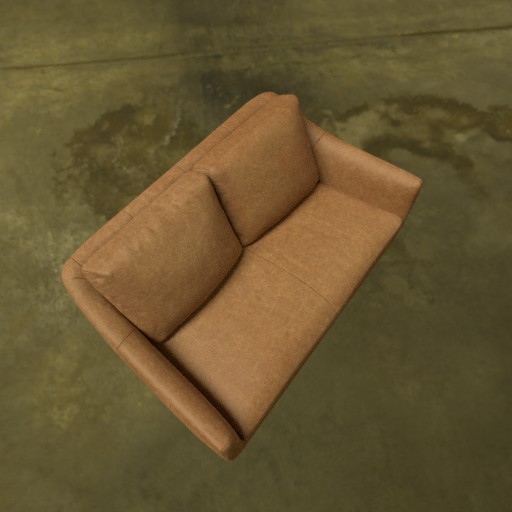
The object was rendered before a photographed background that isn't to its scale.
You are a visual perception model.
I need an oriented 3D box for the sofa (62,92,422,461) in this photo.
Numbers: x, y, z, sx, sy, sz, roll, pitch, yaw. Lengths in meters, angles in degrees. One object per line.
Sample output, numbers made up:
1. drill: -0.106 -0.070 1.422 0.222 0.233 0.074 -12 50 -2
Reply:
1. sofa: 0.000 0.000 2.189 0.960 0.902 1.619 33 63 19
